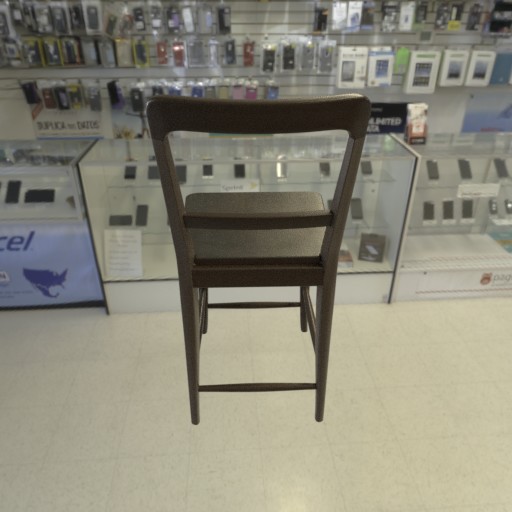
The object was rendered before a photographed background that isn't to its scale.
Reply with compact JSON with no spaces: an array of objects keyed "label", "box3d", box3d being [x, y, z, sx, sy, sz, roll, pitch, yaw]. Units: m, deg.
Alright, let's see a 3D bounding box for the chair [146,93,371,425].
[{"label":"chair","box3d":[0.000,0.000,1.305,0.450,0.991,0.546,-1,30,-1]}]
